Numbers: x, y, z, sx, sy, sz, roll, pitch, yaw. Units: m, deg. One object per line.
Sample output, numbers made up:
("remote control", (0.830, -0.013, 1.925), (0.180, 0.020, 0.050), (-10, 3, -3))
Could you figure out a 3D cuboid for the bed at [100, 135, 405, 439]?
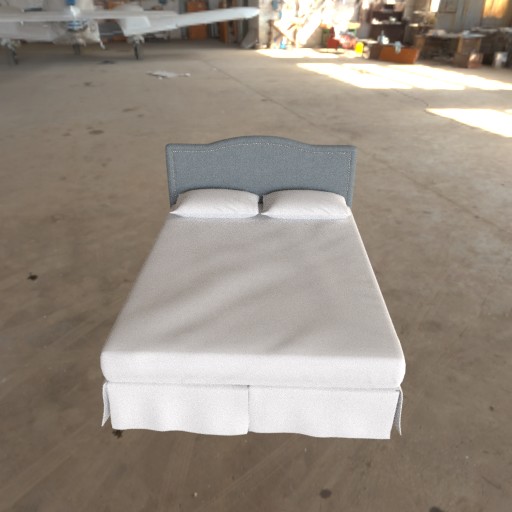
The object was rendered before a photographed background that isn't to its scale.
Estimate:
("bed", (0.000, 0.000, 3.953), (2.161, 1.457, 2.689), (1, 30, 2))
